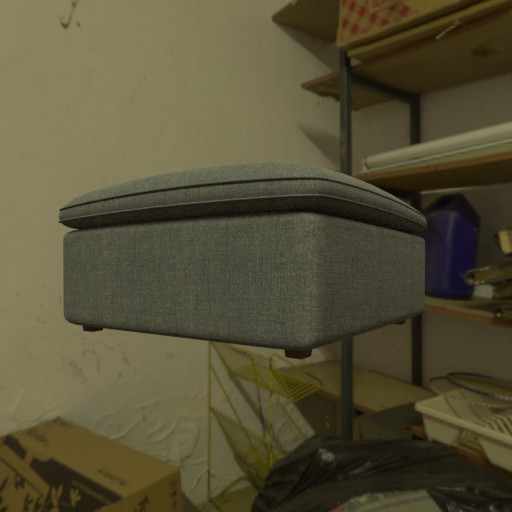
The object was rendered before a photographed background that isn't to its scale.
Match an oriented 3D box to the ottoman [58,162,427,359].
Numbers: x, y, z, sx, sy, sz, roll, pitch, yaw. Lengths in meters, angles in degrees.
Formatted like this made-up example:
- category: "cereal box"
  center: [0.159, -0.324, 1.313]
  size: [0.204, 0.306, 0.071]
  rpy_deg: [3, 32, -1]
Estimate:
- category: "ottoman"
  center: [0.000, 0.000, 1.731]
  size: [1.067, 0.559, 1.067]
  rpy_deg: [-1, -2, 35]
